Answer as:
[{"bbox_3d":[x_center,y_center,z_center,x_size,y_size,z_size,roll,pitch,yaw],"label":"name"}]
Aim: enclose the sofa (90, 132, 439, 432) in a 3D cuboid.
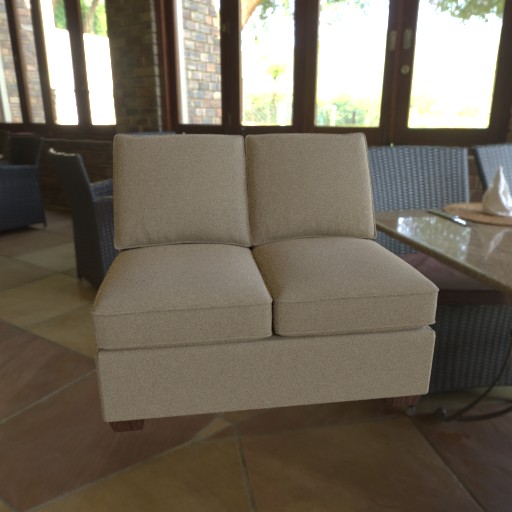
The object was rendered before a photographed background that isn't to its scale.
[{"bbox_3d":[0.000,0.000,1.923,1.237,1.008,0.951,-2,17,-8],"label":"sofa"}]
